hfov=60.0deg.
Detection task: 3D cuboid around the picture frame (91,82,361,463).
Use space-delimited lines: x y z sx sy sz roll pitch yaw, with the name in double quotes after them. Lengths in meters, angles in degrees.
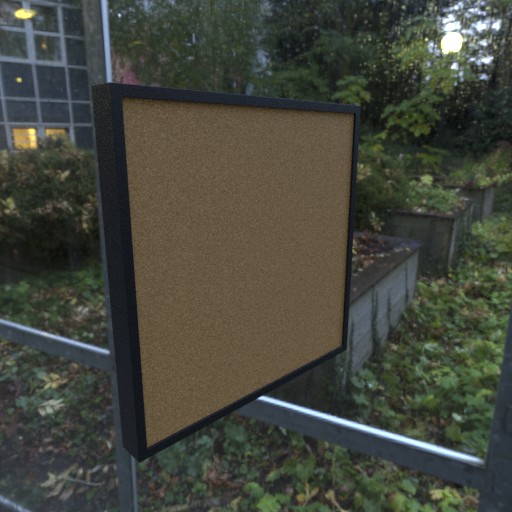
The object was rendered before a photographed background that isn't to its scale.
0.000 0.000 0.471 0.317 0.317 0.030 -14 20 -42 "picture frame"
